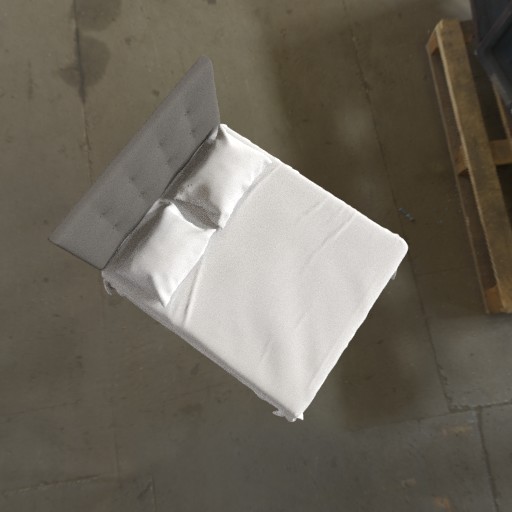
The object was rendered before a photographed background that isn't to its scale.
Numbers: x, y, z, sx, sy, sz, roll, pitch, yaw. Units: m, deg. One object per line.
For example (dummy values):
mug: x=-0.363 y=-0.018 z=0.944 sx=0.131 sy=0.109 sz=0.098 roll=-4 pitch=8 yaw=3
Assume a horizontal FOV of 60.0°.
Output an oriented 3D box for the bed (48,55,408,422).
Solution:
bed: x=0.000 y=0.000 z=3.526 sx=2.222 sy=1.577 sz=1.936 roll=35 pitch=79 yaw=8
